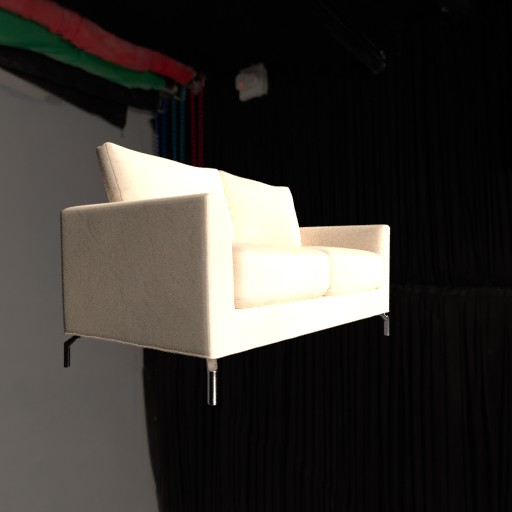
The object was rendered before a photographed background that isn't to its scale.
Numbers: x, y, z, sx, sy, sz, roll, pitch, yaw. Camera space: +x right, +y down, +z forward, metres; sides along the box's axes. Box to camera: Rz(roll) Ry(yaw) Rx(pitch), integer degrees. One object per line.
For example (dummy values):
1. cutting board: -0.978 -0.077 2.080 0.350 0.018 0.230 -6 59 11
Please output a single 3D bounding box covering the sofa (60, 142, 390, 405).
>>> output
1. sofa: 0.000 0.000 2.392 0.906 0.995 1.739 0 -1 36
